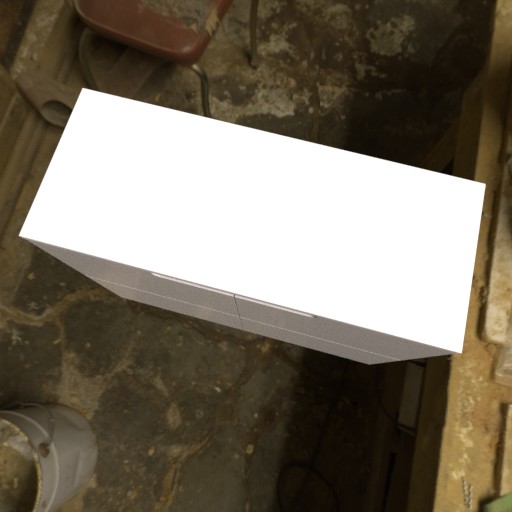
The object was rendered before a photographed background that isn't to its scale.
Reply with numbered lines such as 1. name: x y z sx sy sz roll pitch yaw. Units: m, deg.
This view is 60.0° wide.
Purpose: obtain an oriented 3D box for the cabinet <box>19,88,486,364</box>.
1. cabinet: 0.000 0.000 1.400 1.000 0.800 0.400 15 75 4
